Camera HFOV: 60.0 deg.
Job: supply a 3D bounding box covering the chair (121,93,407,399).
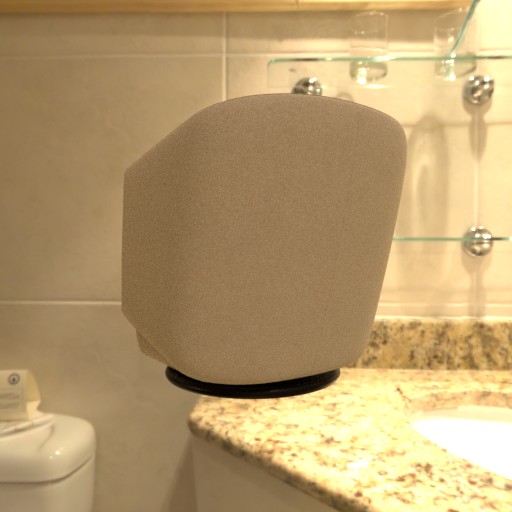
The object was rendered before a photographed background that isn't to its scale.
[{"bbox_3d":[0.000,0.000,1.623,0.822,0.861,0.986,0,0,-35],"label":"chair"}]
